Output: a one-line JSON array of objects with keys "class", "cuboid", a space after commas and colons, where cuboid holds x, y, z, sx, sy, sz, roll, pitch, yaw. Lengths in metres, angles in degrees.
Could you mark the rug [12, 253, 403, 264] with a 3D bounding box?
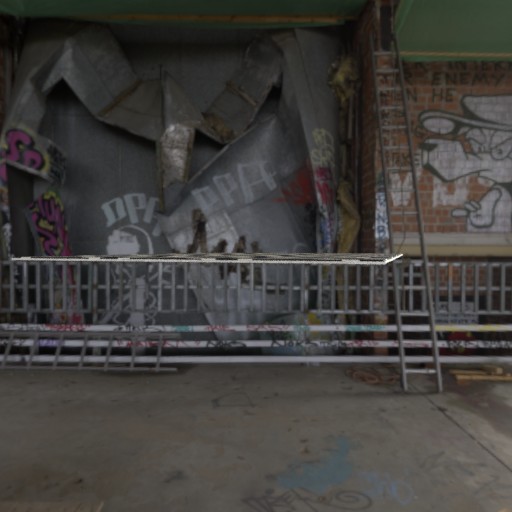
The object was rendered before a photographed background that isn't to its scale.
[{"class": "rug", "cuboid": [0.000, 0.000, 4.046, 2.466, 0.021, 3.049, 0, 1, 20]}]
